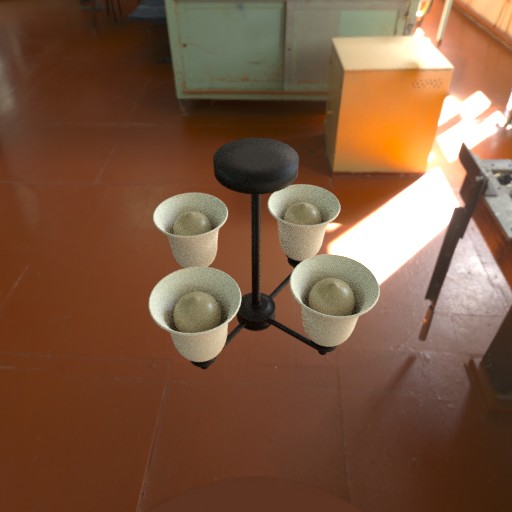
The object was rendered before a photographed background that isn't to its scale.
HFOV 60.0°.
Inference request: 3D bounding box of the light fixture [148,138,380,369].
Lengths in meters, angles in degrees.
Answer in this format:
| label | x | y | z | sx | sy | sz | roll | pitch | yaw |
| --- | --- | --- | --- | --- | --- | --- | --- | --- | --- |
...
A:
| label | x | y | z | sx | sy | sz | roll | pitch | yaw |
| --- | --- | --- | --- | --- | --- | --- | --- | --- | --- |
| light fixture | 0.000 | 0.000 | 1.864 | 1.069 | 0.925 | 1.069 | 27 | 48 | 27 |
